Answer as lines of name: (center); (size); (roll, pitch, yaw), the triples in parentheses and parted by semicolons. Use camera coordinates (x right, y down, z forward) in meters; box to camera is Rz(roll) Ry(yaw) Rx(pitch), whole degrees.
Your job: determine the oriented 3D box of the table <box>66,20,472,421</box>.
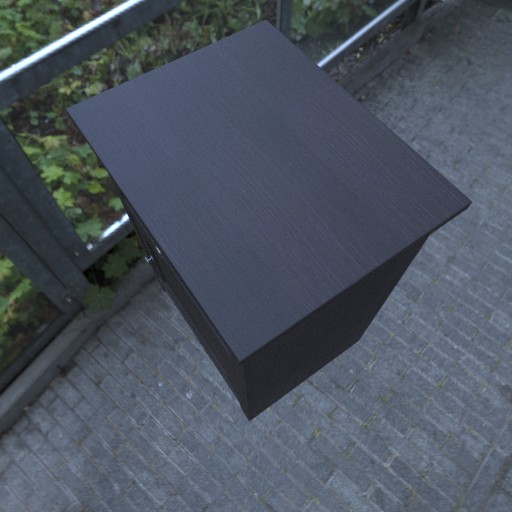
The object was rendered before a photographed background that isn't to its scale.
table: (0.000, 0.000, 0.921); (0.381, 0.635, 0.480); (-32, 66, -16)
